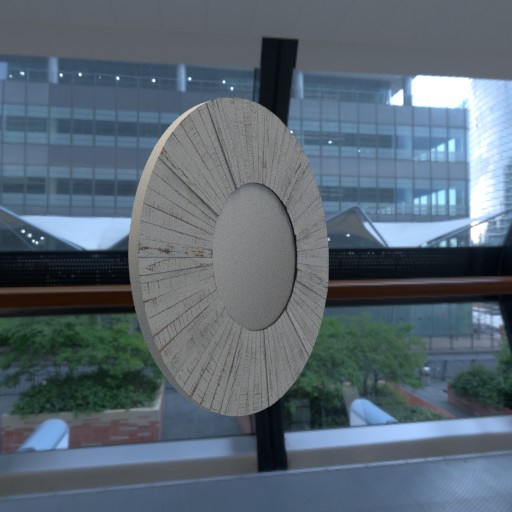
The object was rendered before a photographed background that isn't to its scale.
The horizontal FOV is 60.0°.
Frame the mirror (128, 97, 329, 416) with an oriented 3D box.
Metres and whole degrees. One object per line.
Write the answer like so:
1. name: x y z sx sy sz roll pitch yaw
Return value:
1. mirror: 0.000 0.000 1.332 0.038 0.914 0.914 -1 -3 35
